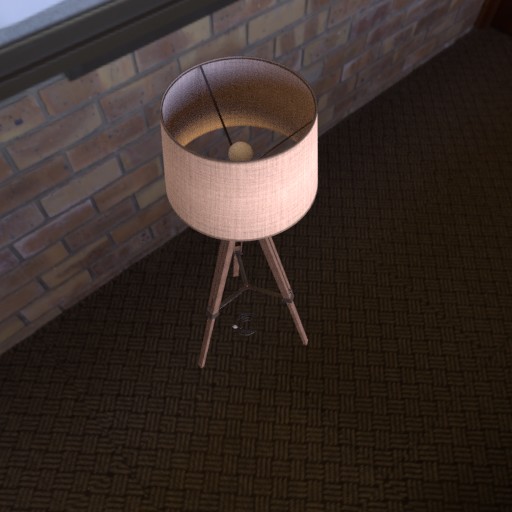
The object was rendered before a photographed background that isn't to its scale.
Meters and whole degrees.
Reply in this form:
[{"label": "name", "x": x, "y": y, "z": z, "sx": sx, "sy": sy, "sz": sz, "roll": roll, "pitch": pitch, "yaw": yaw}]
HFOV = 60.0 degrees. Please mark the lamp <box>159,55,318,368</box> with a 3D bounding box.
[{"label": "lamp", "x": 0.000, "y": 0.000, "z": 1.821, "sx": 0.587, "sy": 1.510, "sz": 0.604, "roll": 14, "pitch": 59, "yaw": 8}]
